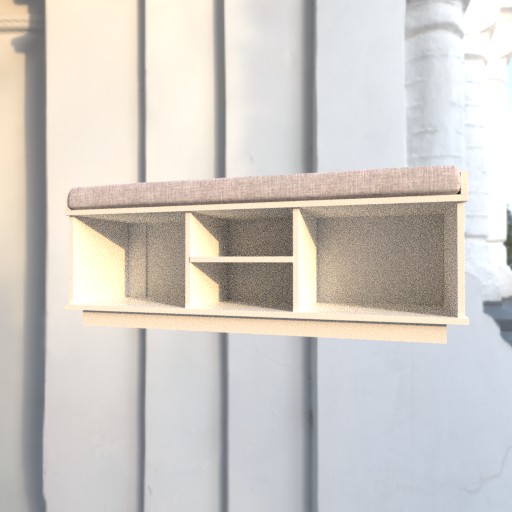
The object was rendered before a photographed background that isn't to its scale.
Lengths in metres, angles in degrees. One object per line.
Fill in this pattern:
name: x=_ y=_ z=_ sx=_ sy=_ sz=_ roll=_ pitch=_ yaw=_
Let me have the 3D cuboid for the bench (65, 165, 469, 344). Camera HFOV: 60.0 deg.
bench: x=0.000 y=0.000 z=1.426 sx=1.196 sy=0.453 sz=0.363 roll=0 pitch=-1 yaw=17
